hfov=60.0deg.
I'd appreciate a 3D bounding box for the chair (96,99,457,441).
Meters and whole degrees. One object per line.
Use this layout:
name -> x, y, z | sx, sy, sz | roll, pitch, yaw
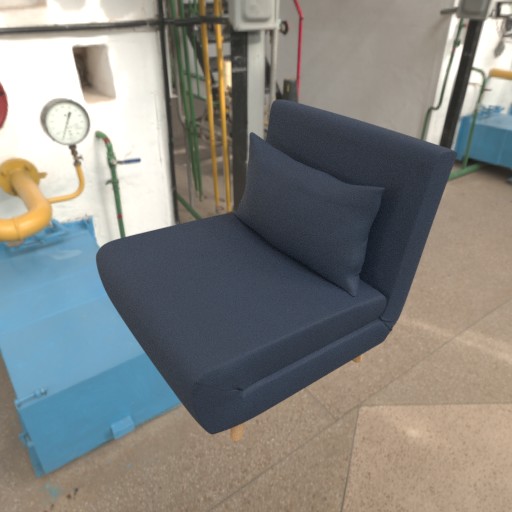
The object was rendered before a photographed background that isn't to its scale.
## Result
chair -> 0.000, 0.000, 1.501 | 0.900, 0.808, 0.770 | -21, 37, -29
